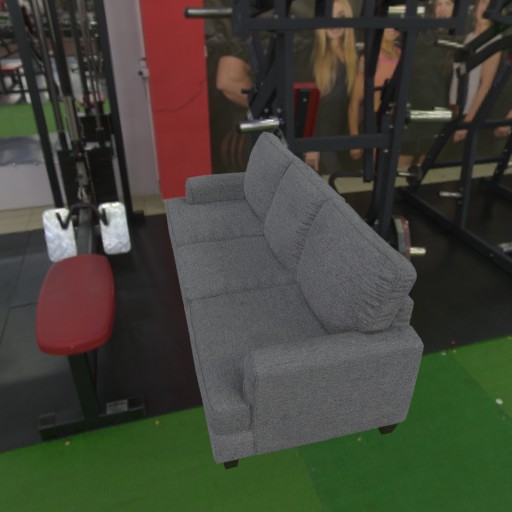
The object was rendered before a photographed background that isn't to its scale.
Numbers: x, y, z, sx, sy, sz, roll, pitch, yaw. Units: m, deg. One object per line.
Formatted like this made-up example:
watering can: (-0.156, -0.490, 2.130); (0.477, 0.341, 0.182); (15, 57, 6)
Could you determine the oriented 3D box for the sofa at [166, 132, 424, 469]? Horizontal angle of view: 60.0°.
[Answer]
sofa: (0.000, 0.000, 2.691); (0.951, 0.965, 2.158); (-8, 32, -12)
